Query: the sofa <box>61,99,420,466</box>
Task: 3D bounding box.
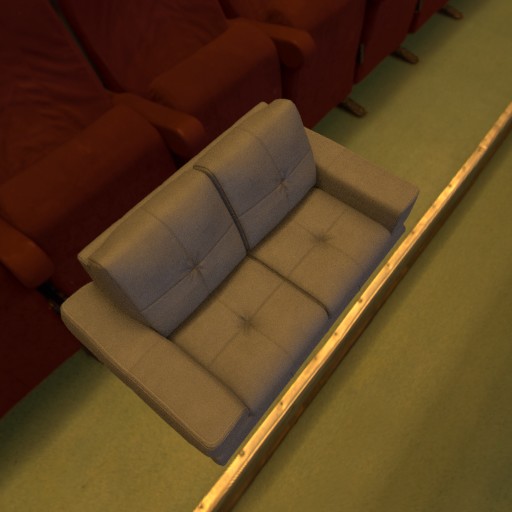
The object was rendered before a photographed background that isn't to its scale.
[{"bbox_3d":[0.000,0.000,2.364,1.018,0.907,1.806,35,64,19],"label":"sofa"}]
